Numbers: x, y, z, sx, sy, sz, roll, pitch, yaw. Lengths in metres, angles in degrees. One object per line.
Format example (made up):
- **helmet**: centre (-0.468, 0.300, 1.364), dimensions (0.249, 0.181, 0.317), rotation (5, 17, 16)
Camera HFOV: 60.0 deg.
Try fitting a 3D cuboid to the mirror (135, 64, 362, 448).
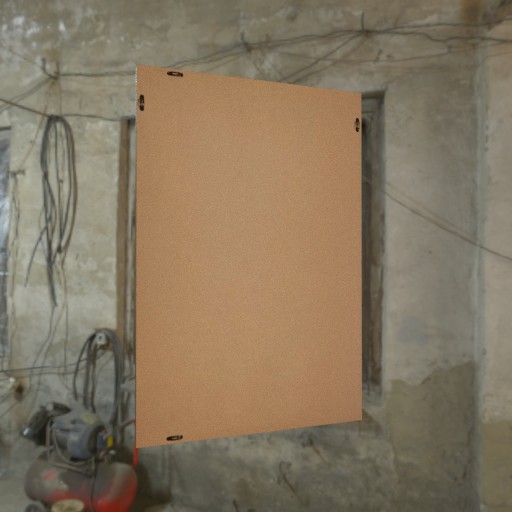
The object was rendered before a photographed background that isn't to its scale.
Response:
- **mirror**: centre (0.000, 0.000, 1.162), dimensions (0.609, 0.915, 0.041), rotation (0, 0, -18)
